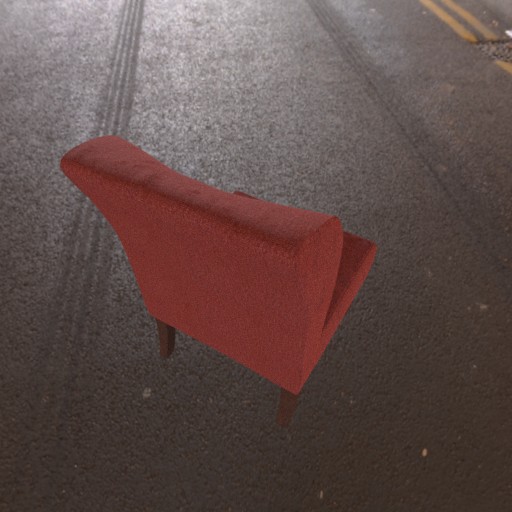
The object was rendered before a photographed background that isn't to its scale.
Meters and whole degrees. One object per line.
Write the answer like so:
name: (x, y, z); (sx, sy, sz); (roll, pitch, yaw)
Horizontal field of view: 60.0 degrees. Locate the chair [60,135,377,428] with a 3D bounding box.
chair: (0.000, 0.000, 1.249); (0.538, 0.846, 0.640); (24, 51, 21)
